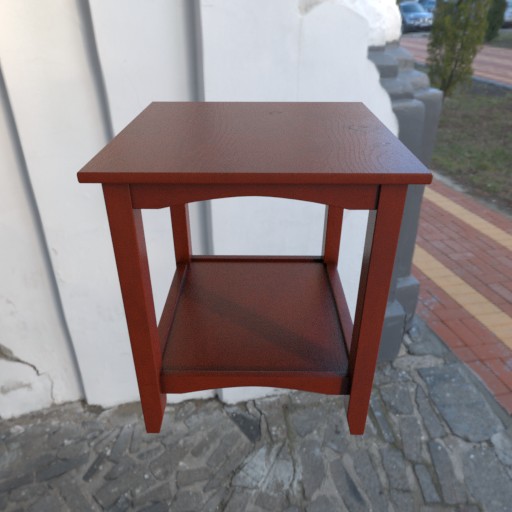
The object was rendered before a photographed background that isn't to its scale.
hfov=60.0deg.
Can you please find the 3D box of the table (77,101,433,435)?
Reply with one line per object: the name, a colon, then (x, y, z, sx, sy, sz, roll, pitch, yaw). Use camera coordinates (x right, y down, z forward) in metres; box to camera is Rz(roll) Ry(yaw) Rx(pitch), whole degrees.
table: (0.000, 0.000, 0.976, 0.522, 0.558, 0.523, 2, 30, 3)
